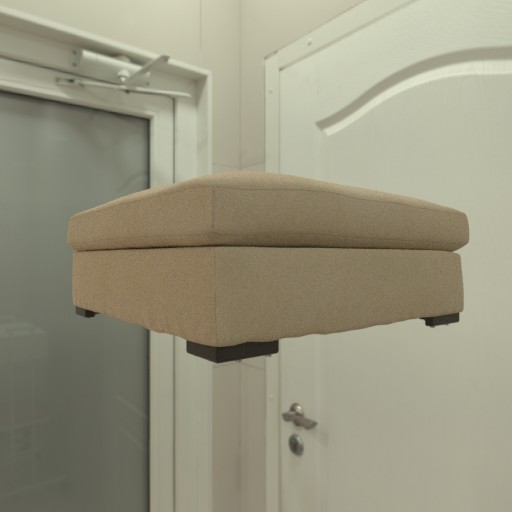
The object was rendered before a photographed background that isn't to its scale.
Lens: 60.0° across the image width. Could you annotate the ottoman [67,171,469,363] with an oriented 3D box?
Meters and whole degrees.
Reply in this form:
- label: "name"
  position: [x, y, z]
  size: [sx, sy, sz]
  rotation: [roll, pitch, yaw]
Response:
- label: "ottoman"
  position: [0.000, 0.000, 1.818]
  size: [1.190, 0.522, 1.205]
  rotation: [0, 0, -37]
